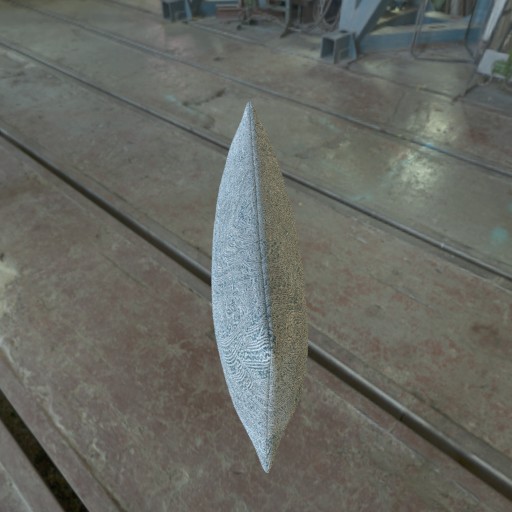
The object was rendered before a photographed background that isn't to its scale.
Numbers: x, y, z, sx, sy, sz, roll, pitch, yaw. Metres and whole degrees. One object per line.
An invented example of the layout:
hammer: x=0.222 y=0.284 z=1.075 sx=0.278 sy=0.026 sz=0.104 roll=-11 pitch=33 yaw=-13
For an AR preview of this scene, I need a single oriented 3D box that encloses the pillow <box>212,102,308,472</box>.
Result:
pillow: x=0.000 y=0.000 z=0.761 sx=0.151 sy=0.295 sz=0.615 roll=-2 pitch=42 yaw=-2
